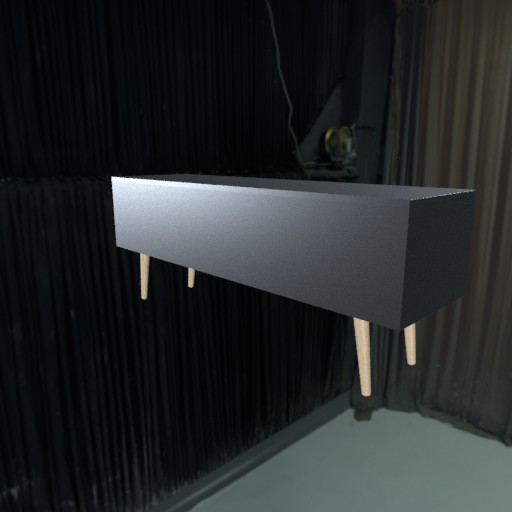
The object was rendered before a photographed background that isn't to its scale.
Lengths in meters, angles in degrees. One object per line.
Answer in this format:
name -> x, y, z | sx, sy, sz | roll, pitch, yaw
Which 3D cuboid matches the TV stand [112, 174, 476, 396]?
TV stand -> 0.000, 0.000, 1.568 | 0.390, 0.518, 1.312 | -12, 18, -43
